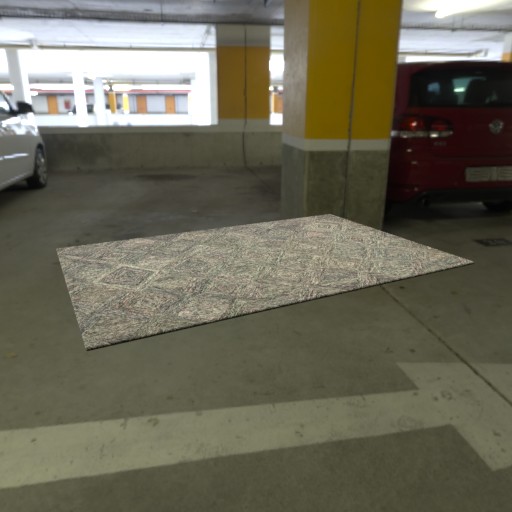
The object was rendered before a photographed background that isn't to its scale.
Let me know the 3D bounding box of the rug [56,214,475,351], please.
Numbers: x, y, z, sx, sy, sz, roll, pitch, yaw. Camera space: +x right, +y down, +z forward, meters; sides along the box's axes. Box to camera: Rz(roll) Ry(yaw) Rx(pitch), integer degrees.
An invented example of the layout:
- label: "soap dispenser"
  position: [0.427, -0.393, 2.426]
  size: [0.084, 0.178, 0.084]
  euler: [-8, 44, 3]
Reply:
- label: "rug"
  position: [0.000, 0.000, 2.897]
  size: [2.298, 0.017, 1.501]
  euler: [-9, 20, -26]
